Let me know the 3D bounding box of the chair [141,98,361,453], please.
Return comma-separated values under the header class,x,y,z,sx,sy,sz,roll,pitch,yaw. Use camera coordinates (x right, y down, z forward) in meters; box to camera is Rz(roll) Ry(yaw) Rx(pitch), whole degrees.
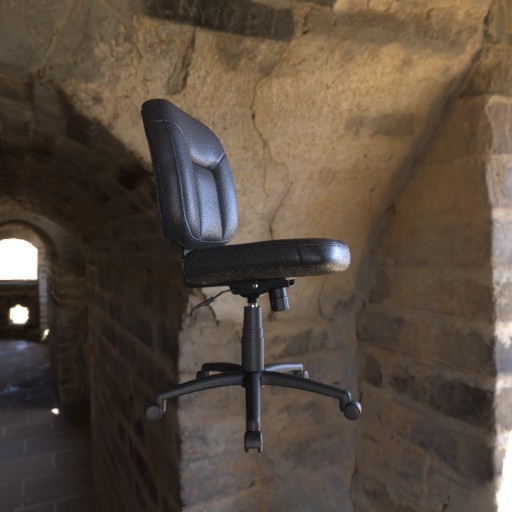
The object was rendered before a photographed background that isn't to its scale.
class,x,y,z,sx,sy,sz,roll,pitch,yaw
chair,0.000,0.000,1.395,0.646,0.959,0.647,0,1,17
